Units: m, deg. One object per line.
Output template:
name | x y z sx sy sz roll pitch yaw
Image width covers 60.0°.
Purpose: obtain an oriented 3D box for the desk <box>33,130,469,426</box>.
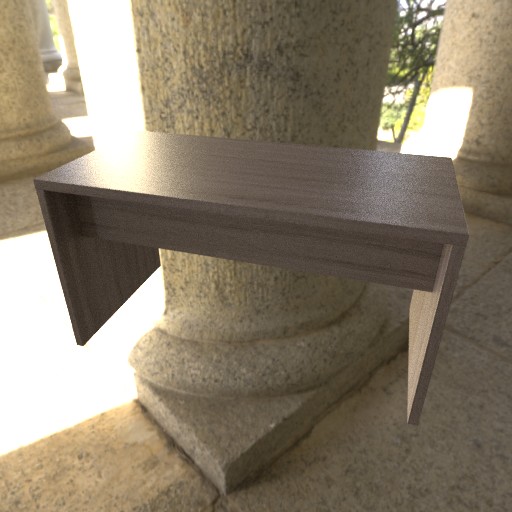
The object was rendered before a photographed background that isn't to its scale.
desk | 0.000 0.000 1.803 1.380 0.745 0.690 9 31 15
